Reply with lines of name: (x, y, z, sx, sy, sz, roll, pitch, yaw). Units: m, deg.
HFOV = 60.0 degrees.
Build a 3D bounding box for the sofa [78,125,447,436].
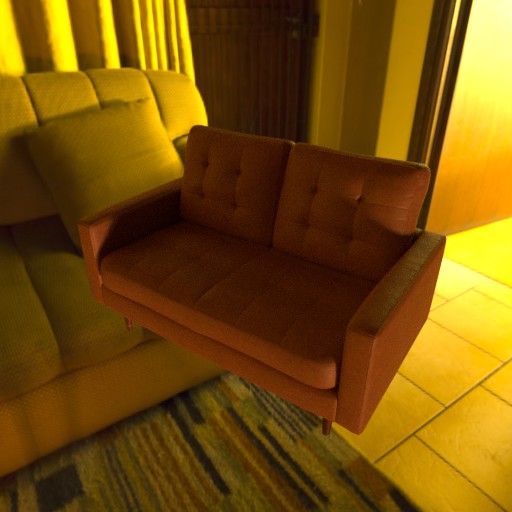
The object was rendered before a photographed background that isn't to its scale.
sofa: (0.000, 0.000, 1.979, 1.430, 0.898, 0.868, 19, 35, 30)
